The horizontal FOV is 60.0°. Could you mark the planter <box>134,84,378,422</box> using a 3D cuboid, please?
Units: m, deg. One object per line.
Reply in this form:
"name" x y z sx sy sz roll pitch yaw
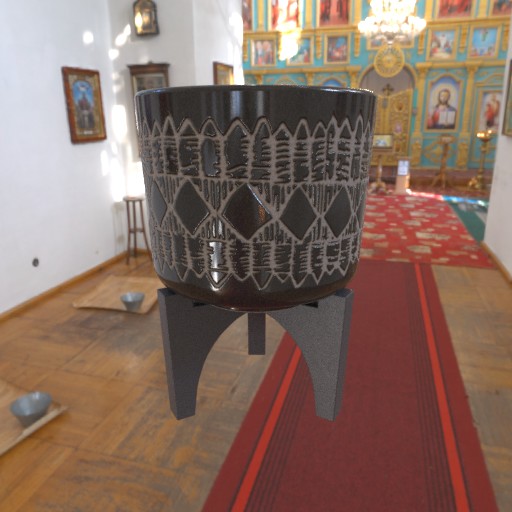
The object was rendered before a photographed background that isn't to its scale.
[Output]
"planter" 0.000 0.000 0.518 0.251 0.355 0.251 -9 18 -28
